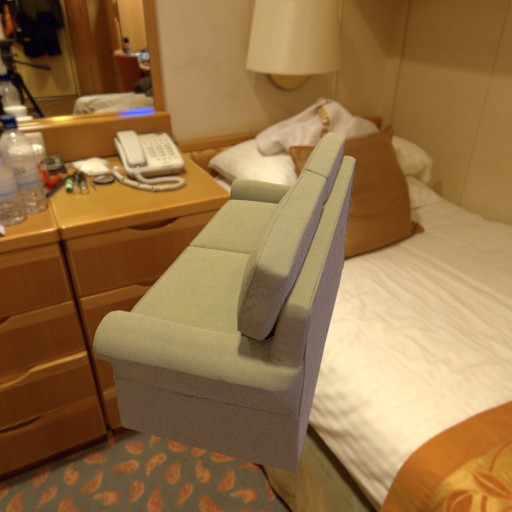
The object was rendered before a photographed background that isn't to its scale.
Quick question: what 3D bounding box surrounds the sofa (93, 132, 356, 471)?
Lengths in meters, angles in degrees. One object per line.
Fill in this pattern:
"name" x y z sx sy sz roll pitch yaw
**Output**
"sofa" 0.000 0.000 2.367 0.841 1.024 1.823 8 31 14
